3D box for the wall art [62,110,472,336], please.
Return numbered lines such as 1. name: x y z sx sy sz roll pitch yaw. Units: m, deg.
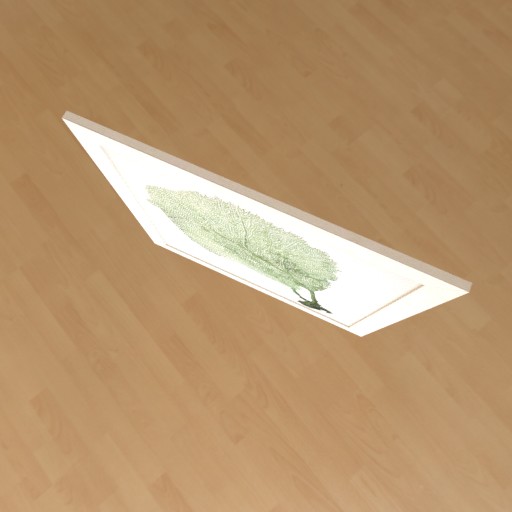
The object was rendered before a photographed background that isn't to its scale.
1. wall art: 0.000 0.000 0.864 0.584 0.584 0.013 24 76 6
